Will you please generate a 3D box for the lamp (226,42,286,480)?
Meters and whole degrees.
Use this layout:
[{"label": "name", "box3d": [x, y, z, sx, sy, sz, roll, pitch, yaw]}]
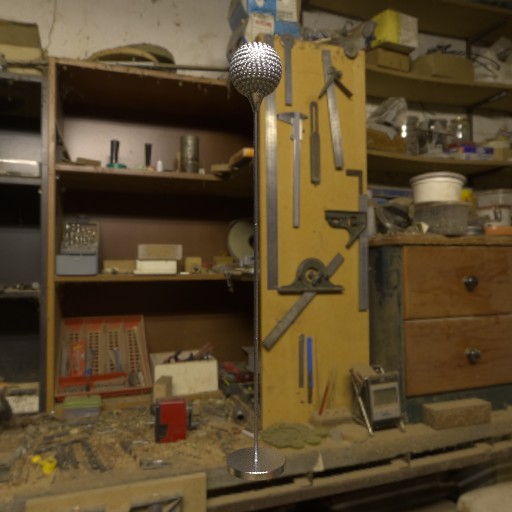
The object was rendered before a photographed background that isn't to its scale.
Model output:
[{"label": "lamp", "box3d": [0.000, 0.000, 1.918, 0.254, 1.805, 0.254, 0, -1, 0]}]
